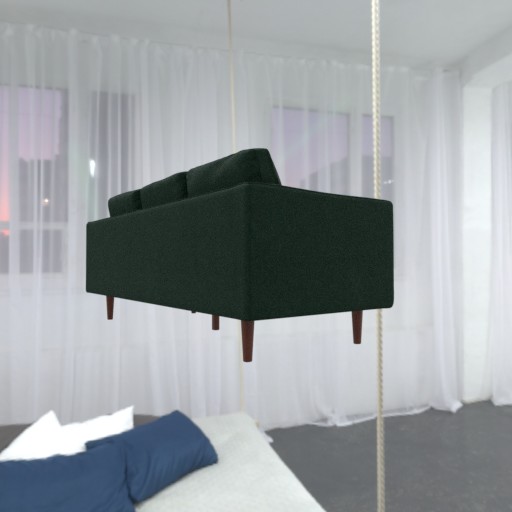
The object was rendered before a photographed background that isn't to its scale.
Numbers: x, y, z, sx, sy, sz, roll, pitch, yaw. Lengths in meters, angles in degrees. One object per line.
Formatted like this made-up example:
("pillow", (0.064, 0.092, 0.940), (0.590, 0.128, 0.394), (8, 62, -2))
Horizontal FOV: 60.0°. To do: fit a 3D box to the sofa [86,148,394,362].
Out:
("sofa", (0.000, 0.000, 2.866), (1.580, 0.899, 2.030), (1, -1, -37))
